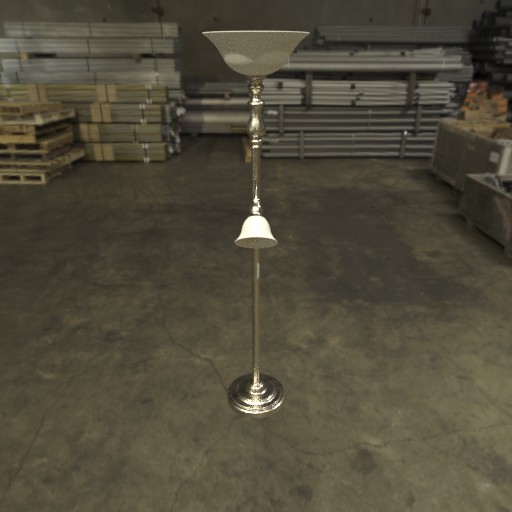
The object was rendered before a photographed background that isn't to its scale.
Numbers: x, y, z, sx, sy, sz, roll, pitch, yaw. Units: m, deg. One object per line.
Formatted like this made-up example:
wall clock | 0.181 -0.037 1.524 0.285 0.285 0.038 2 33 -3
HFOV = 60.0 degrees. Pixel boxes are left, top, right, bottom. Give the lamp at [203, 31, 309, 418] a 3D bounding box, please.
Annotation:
lamp | 0.000 0.000 1.980 0.405 1.785 0.575 0 25 0
